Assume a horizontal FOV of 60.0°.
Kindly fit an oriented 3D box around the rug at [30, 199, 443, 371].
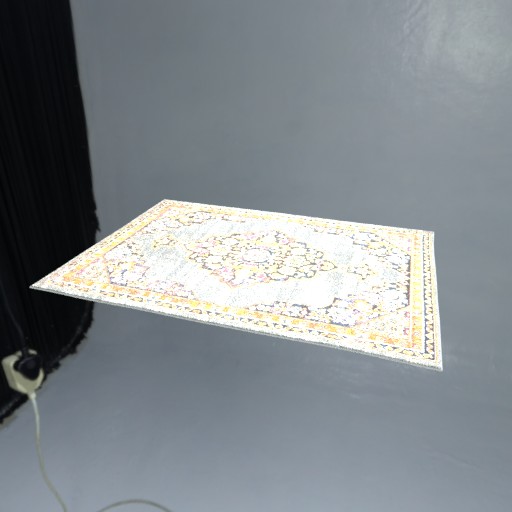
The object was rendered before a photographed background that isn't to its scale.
[{"bbox_3d":[0.000,0.000,3.767,2.901,0.026,2.043,9,28,16],"label":"rug"}]
